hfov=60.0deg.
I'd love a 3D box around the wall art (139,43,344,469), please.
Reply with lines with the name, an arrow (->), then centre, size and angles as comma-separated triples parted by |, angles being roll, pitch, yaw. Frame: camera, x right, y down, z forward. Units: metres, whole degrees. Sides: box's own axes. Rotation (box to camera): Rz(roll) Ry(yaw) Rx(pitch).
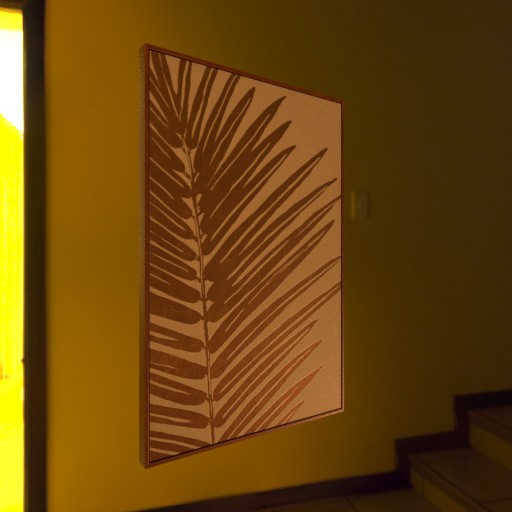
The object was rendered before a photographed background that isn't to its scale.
wall art -> 0.000, 0.000, 1.142 | 0.610, 0.914, 0.037 | 0, 0, -36
